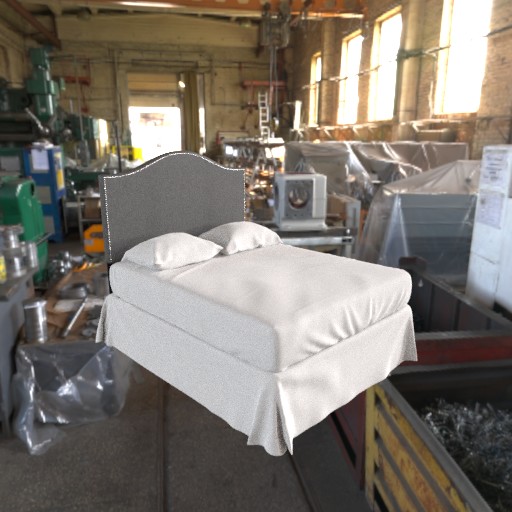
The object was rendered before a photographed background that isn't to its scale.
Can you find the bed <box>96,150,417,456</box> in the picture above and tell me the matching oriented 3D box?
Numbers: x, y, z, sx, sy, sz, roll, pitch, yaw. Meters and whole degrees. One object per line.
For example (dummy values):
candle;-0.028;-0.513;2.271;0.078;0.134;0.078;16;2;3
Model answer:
bed;0.000;0.000;3.606;1.876;1.645;2.221;-14;20;-43
